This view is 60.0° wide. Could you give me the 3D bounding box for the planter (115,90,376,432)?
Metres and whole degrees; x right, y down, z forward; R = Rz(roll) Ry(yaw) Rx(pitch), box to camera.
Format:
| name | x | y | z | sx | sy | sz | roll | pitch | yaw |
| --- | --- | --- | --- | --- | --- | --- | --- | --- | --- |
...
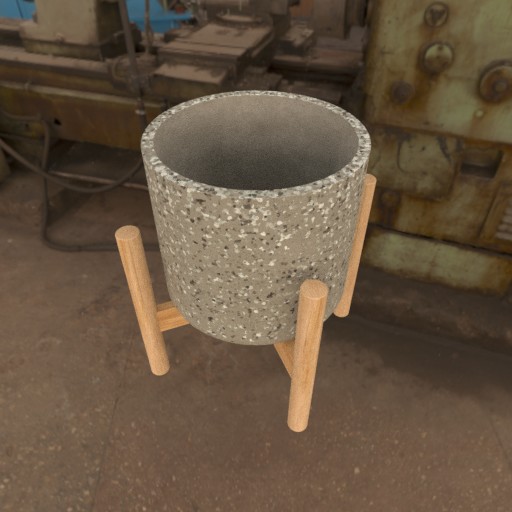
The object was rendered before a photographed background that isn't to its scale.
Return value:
| name | x | y | z | sx | sy | sz | roll | pitch | yaw |
| --- | --- | --- | --- | --- | --- | --- | --- | --- | --- |
| planter | 0.000 | 0.000 | 0.541 | 0.284 | 0.320 | 0.284 | 1 | 42 | 1 |
